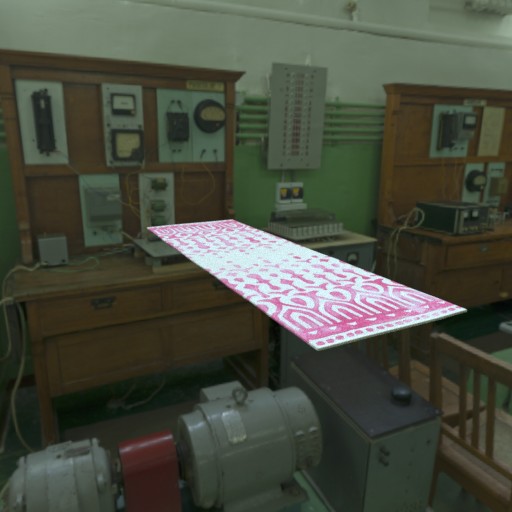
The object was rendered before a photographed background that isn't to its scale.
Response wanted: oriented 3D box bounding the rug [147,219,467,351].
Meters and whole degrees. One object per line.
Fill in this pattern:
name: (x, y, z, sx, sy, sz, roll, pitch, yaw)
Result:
rug: (0.000, 0.000, 2.747, 0.787, 0.011, 2.458, -7, 16, -26)
